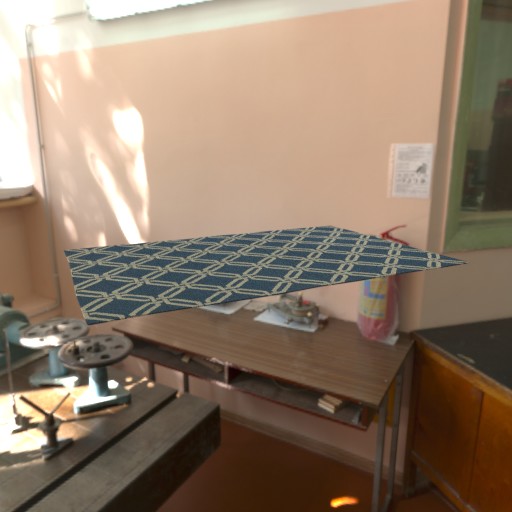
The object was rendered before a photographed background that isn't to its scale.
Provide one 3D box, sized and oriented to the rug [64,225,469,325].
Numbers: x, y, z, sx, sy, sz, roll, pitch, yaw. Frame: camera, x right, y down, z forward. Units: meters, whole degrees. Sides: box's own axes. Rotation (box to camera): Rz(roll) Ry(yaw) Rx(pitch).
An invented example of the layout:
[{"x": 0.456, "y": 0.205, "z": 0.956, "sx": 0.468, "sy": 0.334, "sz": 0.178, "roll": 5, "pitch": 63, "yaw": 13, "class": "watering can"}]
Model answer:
[{"x": 0.000, "y": 0.000, "z": 2.261, "sx": 1.755, "sy": 0.010, "sz": 1.153, "roll": -7, "pitch": 15, "yaw": -25, "class": "rug"}]
